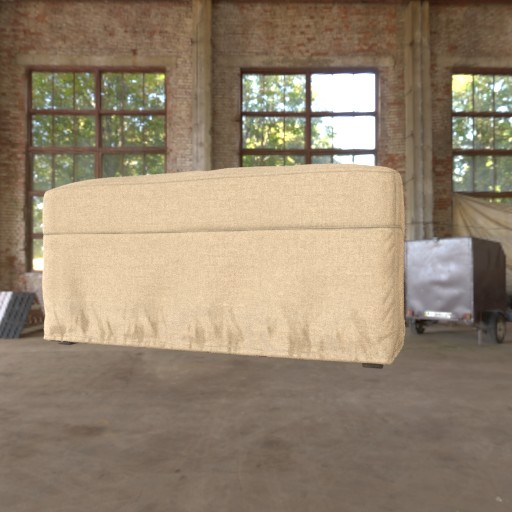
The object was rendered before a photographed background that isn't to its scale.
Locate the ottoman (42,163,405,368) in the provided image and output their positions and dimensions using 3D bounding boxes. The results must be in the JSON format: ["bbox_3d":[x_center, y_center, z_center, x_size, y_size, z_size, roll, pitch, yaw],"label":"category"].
[{"bbox_3d":[0.000,0.000,1.322,0.843,0.436,0.840,0,0,19],"label":"ottoman"}]
